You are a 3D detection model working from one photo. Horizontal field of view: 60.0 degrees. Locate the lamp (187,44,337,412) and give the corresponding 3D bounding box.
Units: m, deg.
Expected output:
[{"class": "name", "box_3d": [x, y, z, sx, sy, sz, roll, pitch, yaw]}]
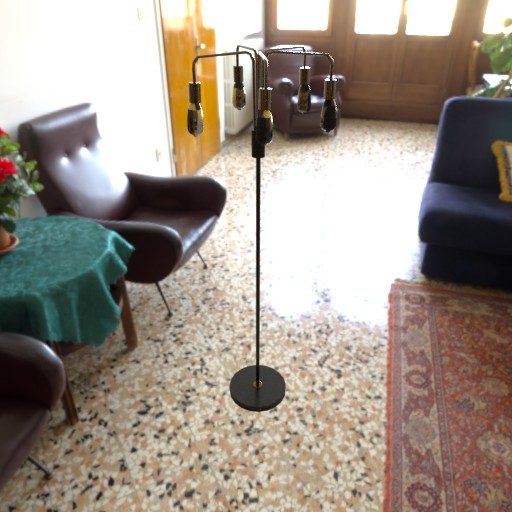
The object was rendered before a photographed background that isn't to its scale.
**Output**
[{"class": "lamp", "box_3d": [0.000, 0.000, 2.029, 0.572, 1.721, 0.599, -10, 32, -17]}]
